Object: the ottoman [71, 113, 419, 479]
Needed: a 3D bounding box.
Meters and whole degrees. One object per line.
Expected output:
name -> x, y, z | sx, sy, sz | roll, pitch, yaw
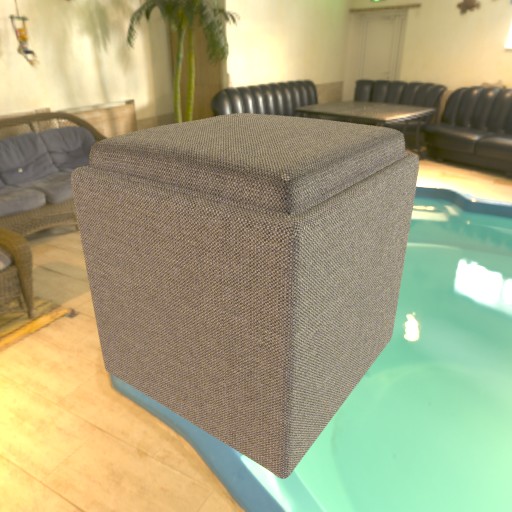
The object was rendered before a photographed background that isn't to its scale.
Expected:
ottoman -> 0.000, 0.000, 0.846 | 0.436, 0.487, 0.454 | 17, 30, 32
